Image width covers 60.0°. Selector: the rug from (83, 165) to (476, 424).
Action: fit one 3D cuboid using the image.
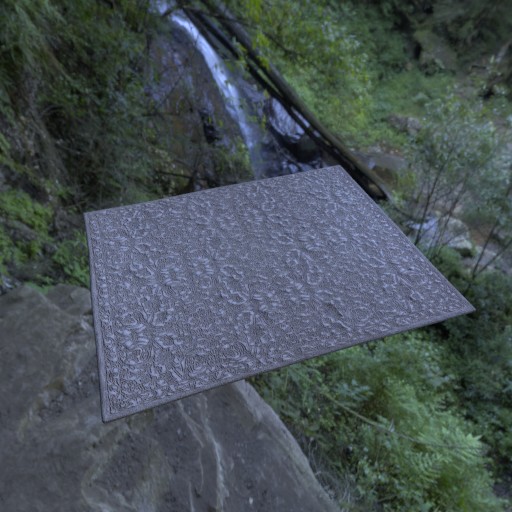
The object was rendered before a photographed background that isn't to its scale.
[{"bbox_3d":[0.000,0.000,4.169,3.017,0.035,2.472,-13,44,-14],"label":"rug"}]
